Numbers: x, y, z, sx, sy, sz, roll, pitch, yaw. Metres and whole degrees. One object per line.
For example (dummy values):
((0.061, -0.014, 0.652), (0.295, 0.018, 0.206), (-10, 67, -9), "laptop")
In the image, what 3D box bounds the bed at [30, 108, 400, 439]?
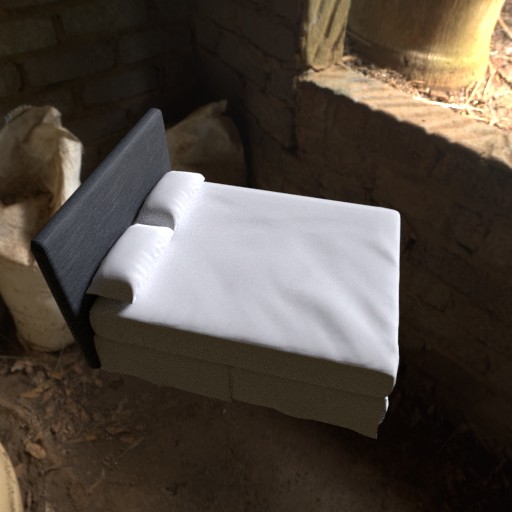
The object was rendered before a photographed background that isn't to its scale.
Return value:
((0.000, 0.000, 3.233), (2.142, 1.330, 1.723), (10, 45, 10), "bed")
